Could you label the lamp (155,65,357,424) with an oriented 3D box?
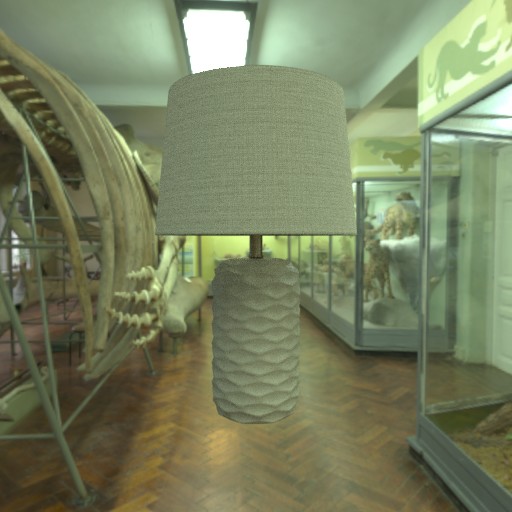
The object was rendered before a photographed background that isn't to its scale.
[{"bbox_3d":[0.000,0.000,0.846,0.376,0.594,0.376,0,2,0],"label":"lamp"}]
